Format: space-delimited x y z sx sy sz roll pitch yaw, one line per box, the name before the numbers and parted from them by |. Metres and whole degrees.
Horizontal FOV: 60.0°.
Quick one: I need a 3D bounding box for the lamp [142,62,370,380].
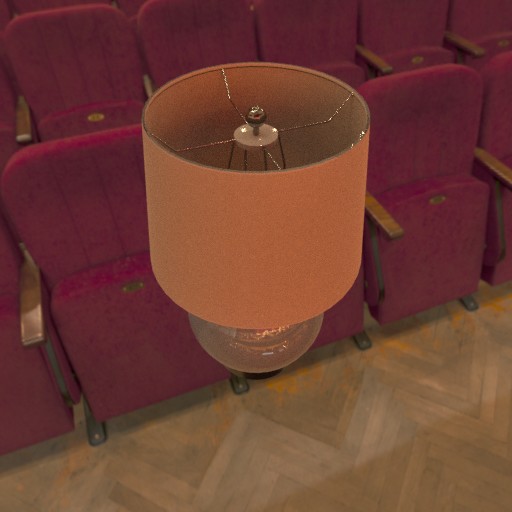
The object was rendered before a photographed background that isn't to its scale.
lamp | 0.000 0.000 0.541 0.247 0.387 0.247 0 46 0
